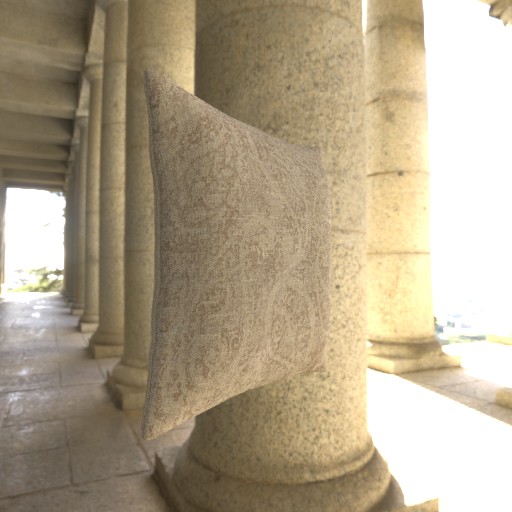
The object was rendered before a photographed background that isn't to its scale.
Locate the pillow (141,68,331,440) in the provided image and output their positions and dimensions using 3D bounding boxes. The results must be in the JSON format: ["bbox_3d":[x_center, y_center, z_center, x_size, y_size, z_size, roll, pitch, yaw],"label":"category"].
[{"bbox_3d":[0.000,0.000,0.805,0.166,0.510,0.523,-1,-2,36],"label":"pillow"}]
